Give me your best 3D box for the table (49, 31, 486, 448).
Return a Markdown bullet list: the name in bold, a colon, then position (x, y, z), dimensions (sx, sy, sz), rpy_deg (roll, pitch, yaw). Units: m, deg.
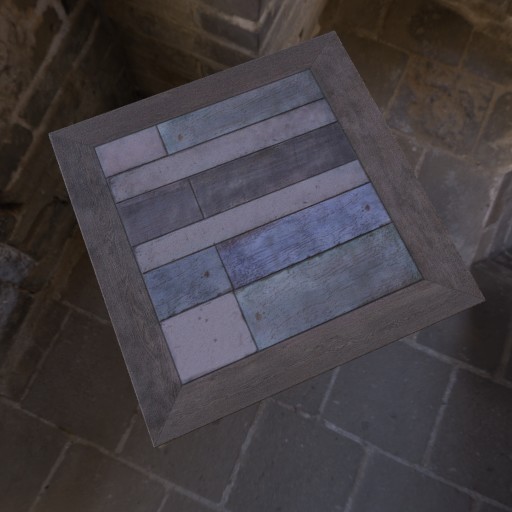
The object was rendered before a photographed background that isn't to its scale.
- **table**: position (0.000, 0.000, 1.104), dimensions (0.610, 0.610, 0.610), rpy_deg (-22, 76, -6)
